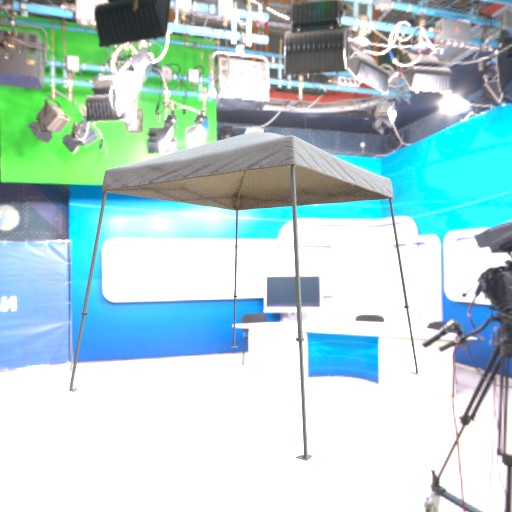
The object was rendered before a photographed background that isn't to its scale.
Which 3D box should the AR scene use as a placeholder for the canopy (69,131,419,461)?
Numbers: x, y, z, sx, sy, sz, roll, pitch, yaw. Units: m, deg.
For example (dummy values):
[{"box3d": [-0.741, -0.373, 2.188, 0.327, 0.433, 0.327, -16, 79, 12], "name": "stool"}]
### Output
[{"box3d": [0.000, 0.000, 5.047, 2.849, 2.850, 2.850, 0, 0, 35], "name": "canopy"}]
